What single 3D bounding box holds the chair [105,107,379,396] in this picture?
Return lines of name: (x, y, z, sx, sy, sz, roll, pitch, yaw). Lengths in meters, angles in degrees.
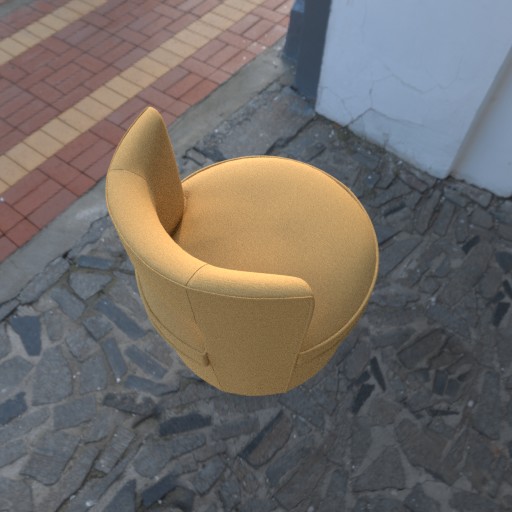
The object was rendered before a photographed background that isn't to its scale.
chair: (0.000, 0.000, 1.236, 0.665, 0.723, 0.650, -31, 63, -18)
